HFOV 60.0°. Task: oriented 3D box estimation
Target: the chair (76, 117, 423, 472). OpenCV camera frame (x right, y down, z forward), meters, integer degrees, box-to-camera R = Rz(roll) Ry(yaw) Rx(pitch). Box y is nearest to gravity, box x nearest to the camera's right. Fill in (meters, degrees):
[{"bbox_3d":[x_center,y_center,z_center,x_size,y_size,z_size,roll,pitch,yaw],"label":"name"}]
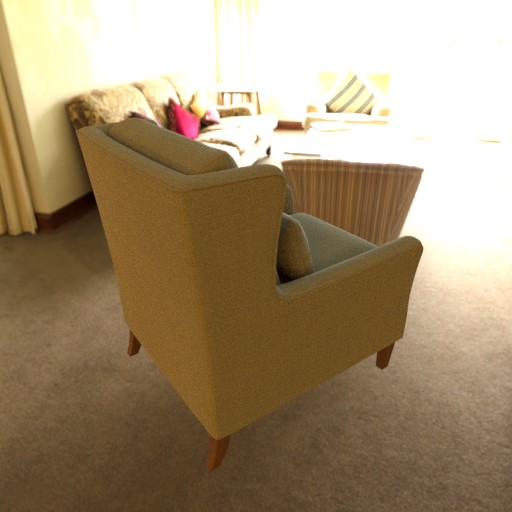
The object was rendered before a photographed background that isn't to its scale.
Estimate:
[{"bbox_3d":[0.000,0.000,1.775,1.040,1.056,0.866,-18,33,-31],"label":"chair"}]
